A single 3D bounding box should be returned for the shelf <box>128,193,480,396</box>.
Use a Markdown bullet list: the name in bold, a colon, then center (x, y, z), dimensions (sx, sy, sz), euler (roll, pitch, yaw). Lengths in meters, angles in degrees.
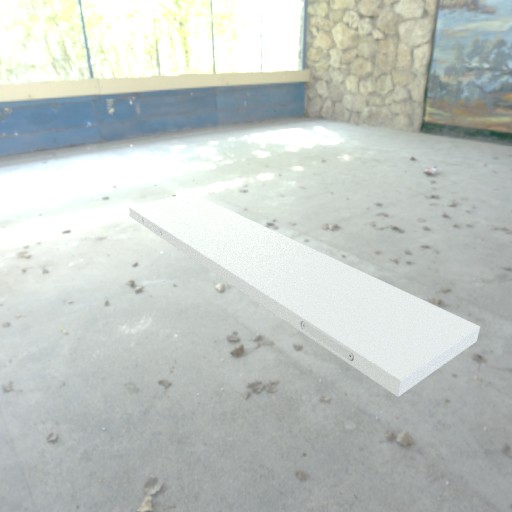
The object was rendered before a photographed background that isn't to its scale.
- **shelf**: center (0.000, 0.000, 0.660), dimensions (0.140, 0.020, 0.610), euler (-18, 31, -34)
